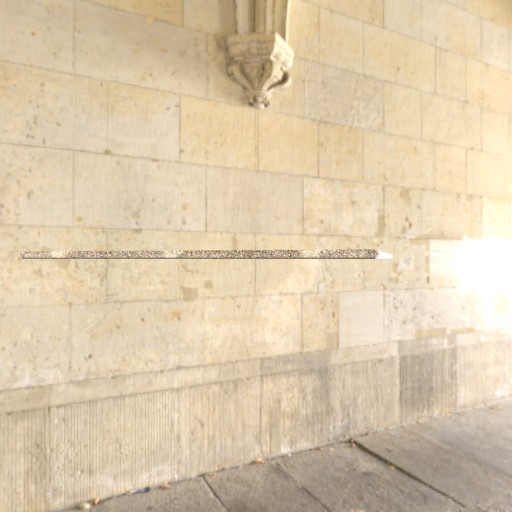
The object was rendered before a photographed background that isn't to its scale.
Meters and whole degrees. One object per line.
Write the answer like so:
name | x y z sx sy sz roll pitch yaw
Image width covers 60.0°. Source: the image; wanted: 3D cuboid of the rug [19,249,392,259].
rug | 0.000 0.000 2.090 1.200 0.025 1.600 0 0 18
